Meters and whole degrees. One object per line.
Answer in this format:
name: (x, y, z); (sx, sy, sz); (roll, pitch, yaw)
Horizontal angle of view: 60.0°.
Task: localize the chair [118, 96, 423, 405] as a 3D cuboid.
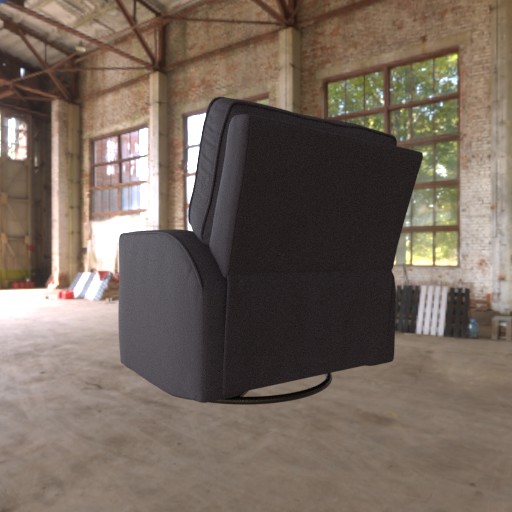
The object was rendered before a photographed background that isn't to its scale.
chair: (0.000, 0.000, 1.706); (0.861, 0.962, 0.964); (0, 0, -35)
